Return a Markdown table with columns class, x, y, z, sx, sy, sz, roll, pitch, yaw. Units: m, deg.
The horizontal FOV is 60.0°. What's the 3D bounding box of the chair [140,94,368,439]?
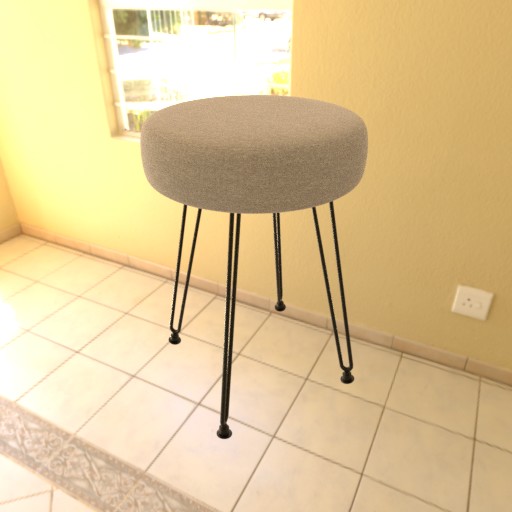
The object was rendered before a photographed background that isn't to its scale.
| class | x | y | z | sx | sy | sz | roll | pitch | yaw |
| --- | --- | --- | --- | --- | --- | --- | --- | --- | --- |
| chair | 0.000 | 0.000 | 0.689 | 0.350 | 0.440 | 0.350 | 9 | 32 | 15 |
